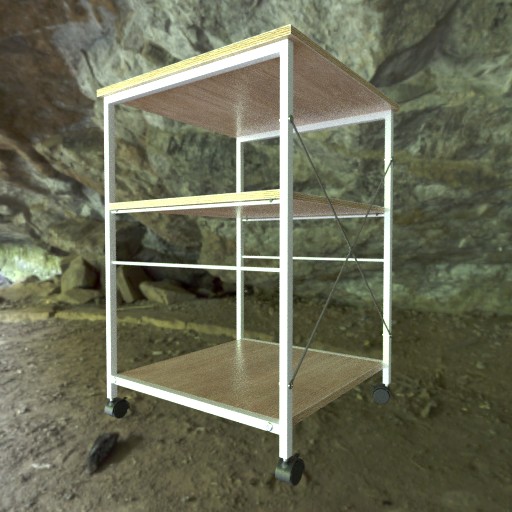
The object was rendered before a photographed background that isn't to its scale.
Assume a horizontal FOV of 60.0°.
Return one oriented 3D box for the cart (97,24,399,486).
[{"bbox_3d":[0.000,0.000,1.080,0.520,0.762,0.521,1,2,36],"label":"cart"}]
